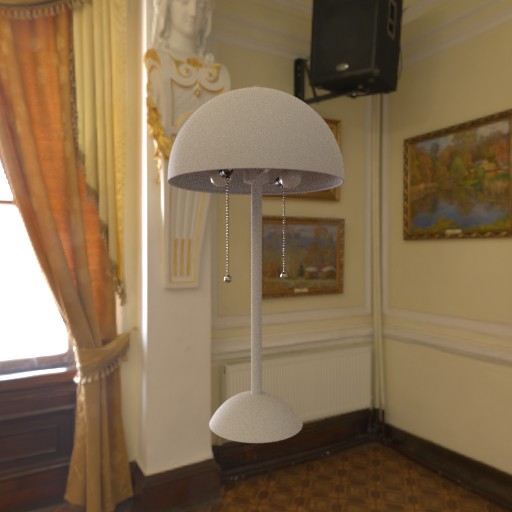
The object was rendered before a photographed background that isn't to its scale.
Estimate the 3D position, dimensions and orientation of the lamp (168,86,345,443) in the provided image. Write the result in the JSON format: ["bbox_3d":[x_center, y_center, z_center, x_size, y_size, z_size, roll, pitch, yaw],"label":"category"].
[{"bbox_3d":[0.000,0.000,0.436,0.171,0.330,0.171,0,1,0],"label":"lamp"}]
